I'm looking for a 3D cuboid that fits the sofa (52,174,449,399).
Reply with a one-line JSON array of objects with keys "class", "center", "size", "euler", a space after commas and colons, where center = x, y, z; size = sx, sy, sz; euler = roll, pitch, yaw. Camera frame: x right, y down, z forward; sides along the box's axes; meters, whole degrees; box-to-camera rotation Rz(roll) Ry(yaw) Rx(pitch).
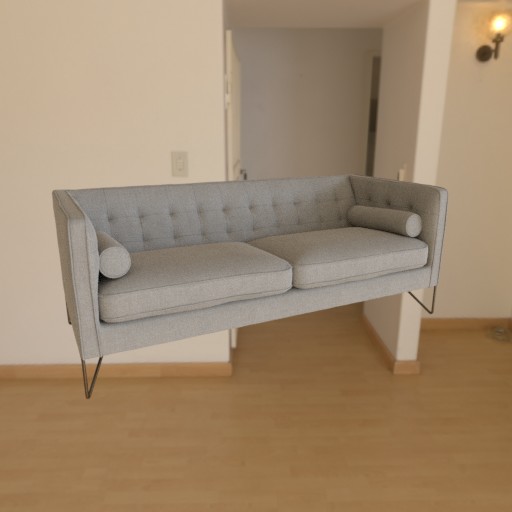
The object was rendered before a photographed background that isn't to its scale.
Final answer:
[{"class": "sofa", "center": [0.000, 0.000, 2.588], "size": [2.079, 0.798, 0.912], "euler": [-8, 17, -26]}]
